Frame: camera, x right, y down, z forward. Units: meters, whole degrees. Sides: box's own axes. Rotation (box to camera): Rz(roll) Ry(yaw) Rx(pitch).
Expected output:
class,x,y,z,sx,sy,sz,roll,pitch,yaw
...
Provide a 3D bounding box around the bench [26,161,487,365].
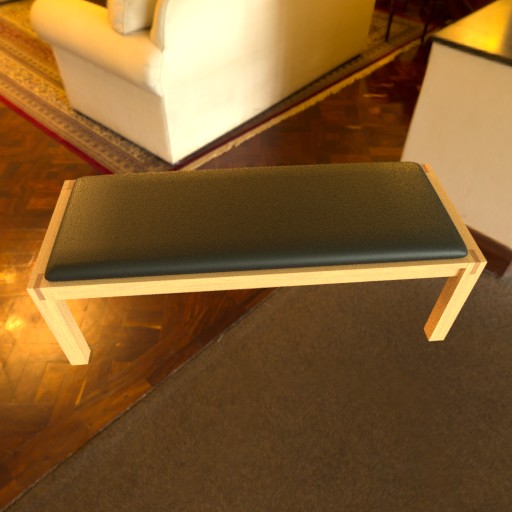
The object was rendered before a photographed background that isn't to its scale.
class,x,y,z,sx,sy,sz,roll,pitch,yaw
bench,0.000,0.000,1.424,1.202,0.430,0.450,-3,47,-3
